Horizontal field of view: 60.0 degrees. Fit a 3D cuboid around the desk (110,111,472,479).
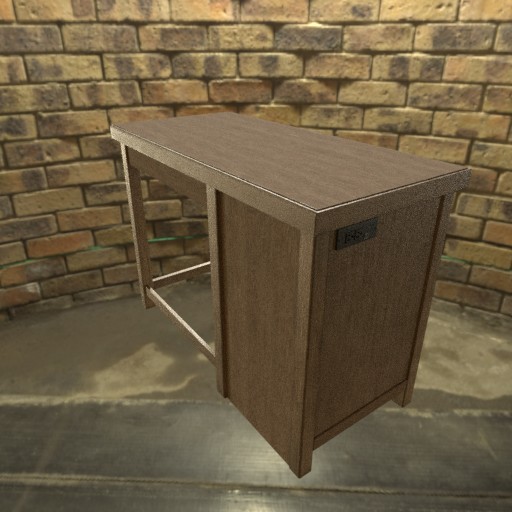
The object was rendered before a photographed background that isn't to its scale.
[{"bbox_3d":[0.000,0.000,1.785,0.610,0.912,1.289,-18,32,-32],"label":"desk"}]
